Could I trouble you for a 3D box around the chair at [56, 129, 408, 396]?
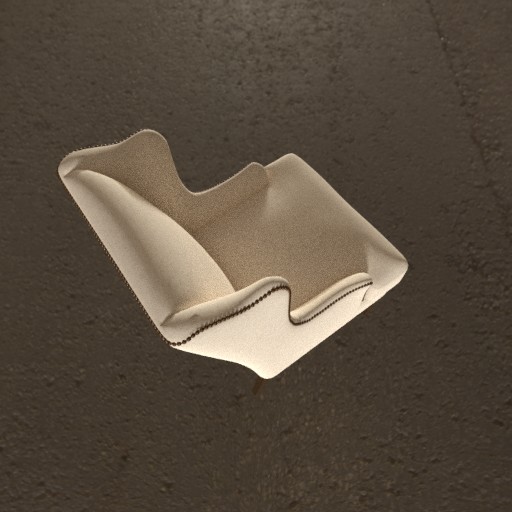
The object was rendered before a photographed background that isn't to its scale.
[{"bbox_3d":[0.000,0.000,1.656,0.940,1.029,0.737,-32,63,-18],"label":"chair"}]
